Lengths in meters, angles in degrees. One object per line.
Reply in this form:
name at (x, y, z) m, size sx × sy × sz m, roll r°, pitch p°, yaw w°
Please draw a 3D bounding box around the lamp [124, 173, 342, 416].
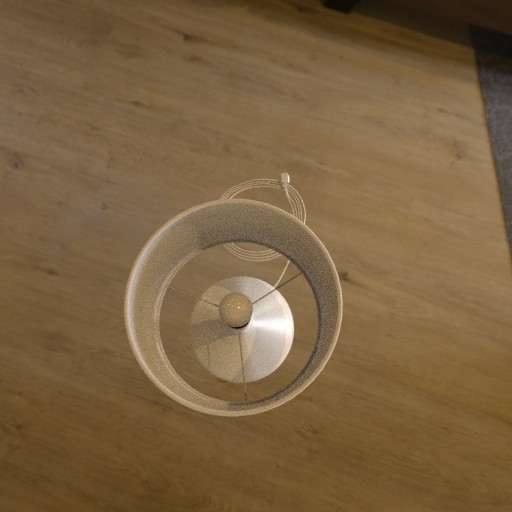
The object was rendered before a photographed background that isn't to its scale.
lamp at (0.000, 0.000, 0.868) m, size 0.401 × 0.457 × 0.546 m, roll 35°, pitch 78°, yaw 9°
